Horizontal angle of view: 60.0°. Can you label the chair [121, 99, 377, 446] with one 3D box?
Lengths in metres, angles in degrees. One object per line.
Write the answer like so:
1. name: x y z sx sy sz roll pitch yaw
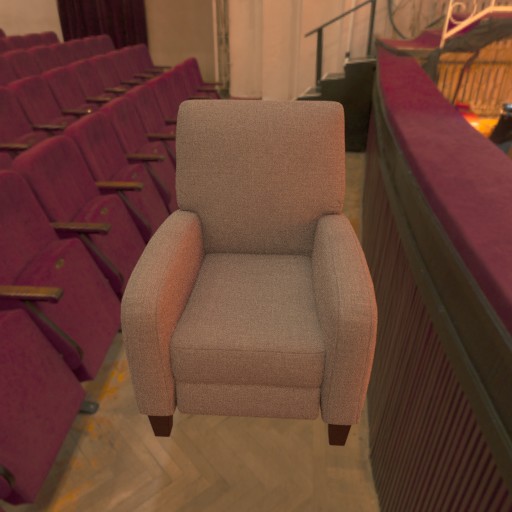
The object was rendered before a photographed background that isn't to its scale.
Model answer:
1. chair: 0.000 0.000 1.660 0.762 0.990 0.990 2 30 3
